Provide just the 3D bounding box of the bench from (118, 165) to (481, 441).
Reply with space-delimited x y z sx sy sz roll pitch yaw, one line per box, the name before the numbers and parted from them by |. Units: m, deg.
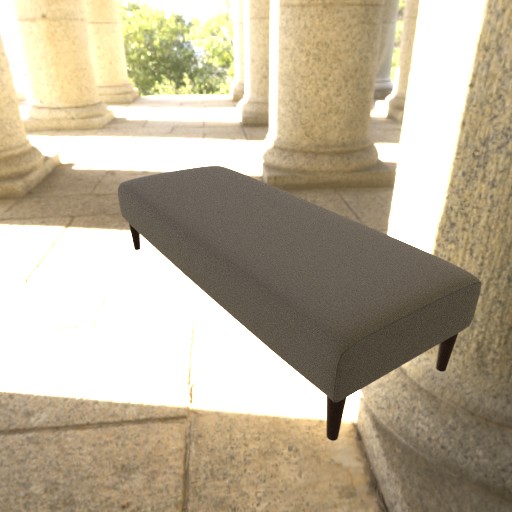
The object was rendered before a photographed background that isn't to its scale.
bench | 0.000 0.000 1.872 0.646 0.393 1.609 -17 31 -30
